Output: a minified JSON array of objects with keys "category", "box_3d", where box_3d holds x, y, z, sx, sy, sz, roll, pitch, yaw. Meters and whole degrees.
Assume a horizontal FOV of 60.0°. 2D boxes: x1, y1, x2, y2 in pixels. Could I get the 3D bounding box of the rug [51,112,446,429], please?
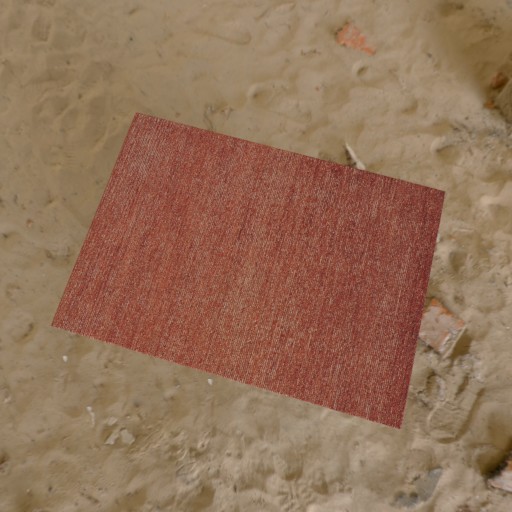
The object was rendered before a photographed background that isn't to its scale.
[{"category":"rug","box_3d":[0.000,0.000,5.142,3.965,0.025,2.803,15,76,4]}]
